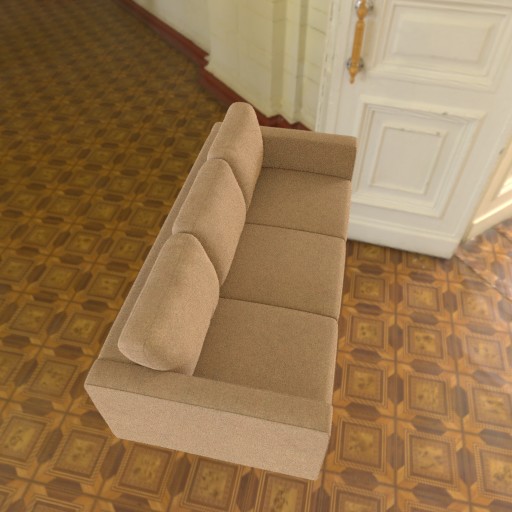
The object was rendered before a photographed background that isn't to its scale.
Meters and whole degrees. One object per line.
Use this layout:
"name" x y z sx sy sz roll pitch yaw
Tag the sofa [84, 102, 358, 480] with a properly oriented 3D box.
"sofa" 0.000 0.000 2.309 0.930 0.800 1.855 9 48 8
